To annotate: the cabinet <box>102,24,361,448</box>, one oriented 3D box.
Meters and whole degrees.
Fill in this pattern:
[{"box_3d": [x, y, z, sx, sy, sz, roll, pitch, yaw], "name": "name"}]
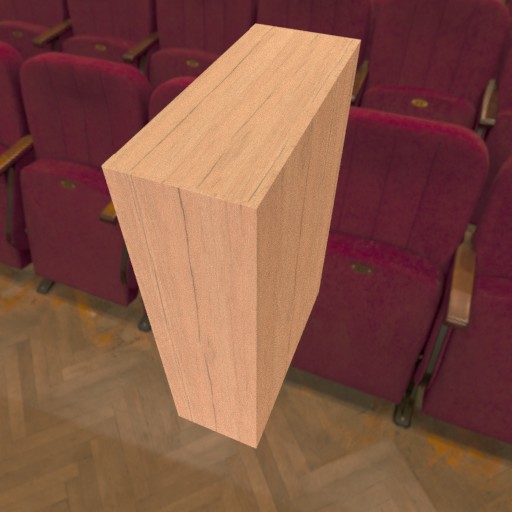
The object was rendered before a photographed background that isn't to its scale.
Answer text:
[{"box_3d": [0.000, 0.000, 2.645, 0.580, 2.070, 1.400, 17, 49, 15], "name": "cabinet"}]
